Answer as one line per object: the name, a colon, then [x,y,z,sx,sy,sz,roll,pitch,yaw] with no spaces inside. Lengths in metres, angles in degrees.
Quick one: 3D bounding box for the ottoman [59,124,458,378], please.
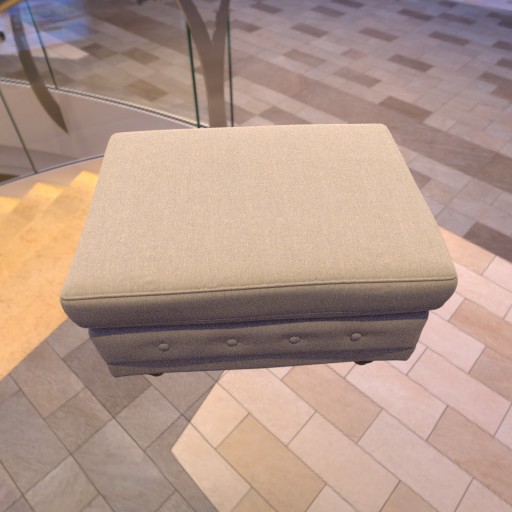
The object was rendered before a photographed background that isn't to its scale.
ottoman: [0.000,0.000,1.162,0.771,0.500,0.569,-3,47,-2]
